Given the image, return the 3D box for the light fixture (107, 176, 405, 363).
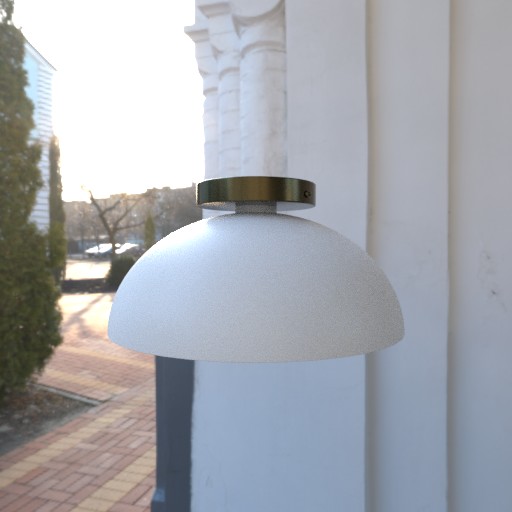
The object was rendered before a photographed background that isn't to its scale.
[{"bbox_3d":[0.000,0.000,0.556,0.355,0.177,0.355,0,1,0],"label":"light fixture"}]
